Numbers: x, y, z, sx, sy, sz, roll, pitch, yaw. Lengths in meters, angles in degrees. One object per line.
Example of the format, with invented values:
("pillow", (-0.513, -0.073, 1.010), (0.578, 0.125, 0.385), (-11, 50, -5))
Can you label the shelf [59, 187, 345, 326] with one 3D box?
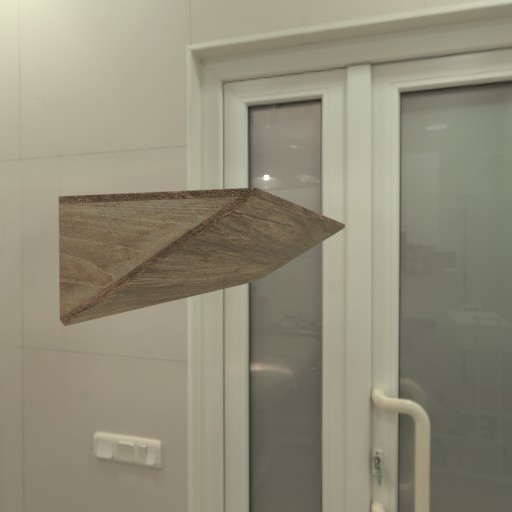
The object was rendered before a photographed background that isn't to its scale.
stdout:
("shelf", (0.000, 0.000, 0.685), (0.200, 0.125, 0.610), (0, 1, 18))
